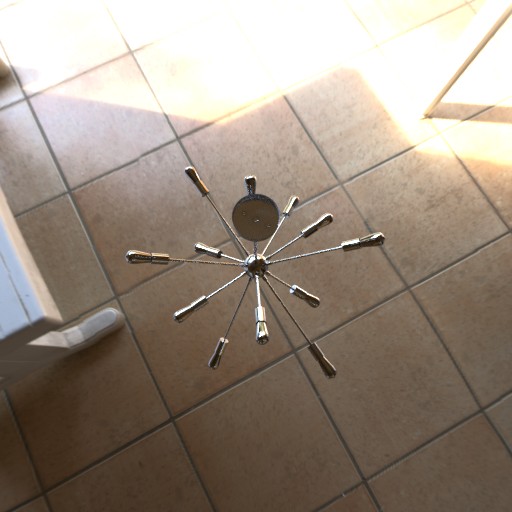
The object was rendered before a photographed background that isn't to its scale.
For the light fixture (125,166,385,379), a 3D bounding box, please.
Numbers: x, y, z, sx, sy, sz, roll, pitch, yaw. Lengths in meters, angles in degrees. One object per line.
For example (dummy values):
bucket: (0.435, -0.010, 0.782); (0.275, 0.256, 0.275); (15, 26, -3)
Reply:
light fixture: (0.000, 0.000, 1.062); (0.509, 0.558, 0.684); (-33, 78, -8)
